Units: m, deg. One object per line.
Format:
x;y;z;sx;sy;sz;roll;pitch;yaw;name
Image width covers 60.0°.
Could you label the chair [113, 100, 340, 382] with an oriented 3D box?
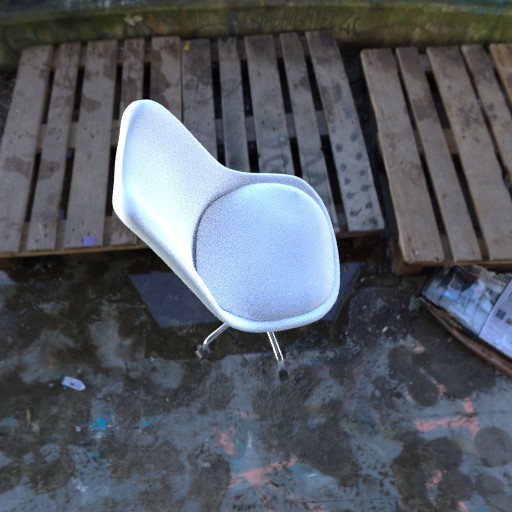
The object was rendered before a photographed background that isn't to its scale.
0.000;0.000;1.276;0.550;0.930;0.550;-3;63;-1;chair
